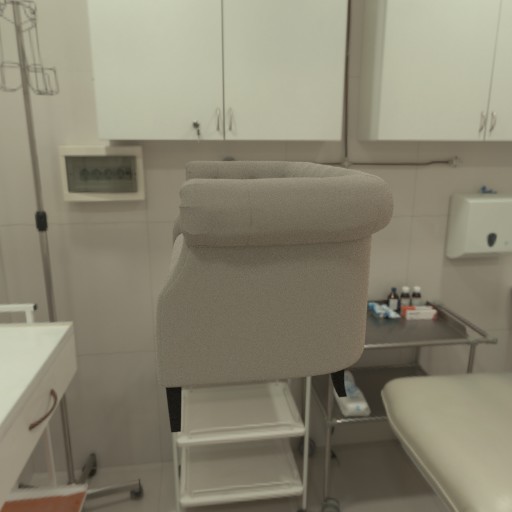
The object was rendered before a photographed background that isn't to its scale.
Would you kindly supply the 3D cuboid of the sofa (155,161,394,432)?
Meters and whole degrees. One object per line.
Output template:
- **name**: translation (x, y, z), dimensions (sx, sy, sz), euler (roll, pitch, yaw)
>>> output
- **sofa**: translation (0.000, 0.000, 2.068), dimensions (0.835, 0.827, 1.558), euler (-2, 14, -8)
